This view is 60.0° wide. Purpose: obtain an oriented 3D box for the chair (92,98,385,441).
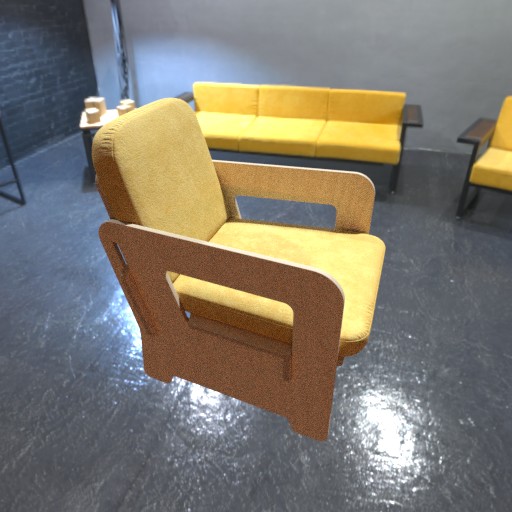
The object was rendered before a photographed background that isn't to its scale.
[{"bbox_3d":[0.000,0.000,1.296,0.710,0.800,0.590,10,33,16],"label":"chair"}]
